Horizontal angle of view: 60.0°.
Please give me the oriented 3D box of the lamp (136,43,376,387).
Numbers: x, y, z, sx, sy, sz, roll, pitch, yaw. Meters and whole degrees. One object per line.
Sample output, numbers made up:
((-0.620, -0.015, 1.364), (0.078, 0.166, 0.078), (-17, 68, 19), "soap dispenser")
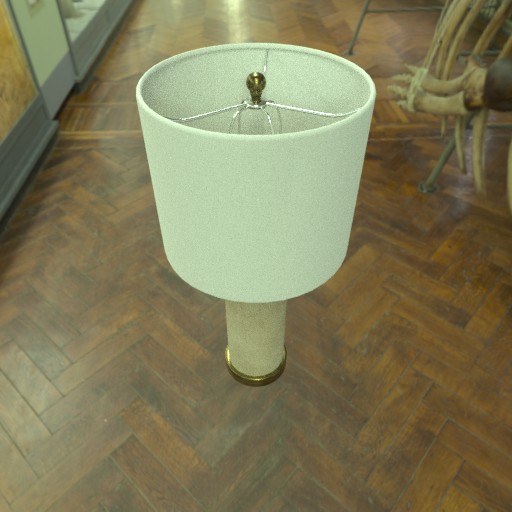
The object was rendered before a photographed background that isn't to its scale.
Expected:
((0.000, 0.000, 0.779), (0.305, 0.634, 0.305), (-24, 48, -24), "lamp")
